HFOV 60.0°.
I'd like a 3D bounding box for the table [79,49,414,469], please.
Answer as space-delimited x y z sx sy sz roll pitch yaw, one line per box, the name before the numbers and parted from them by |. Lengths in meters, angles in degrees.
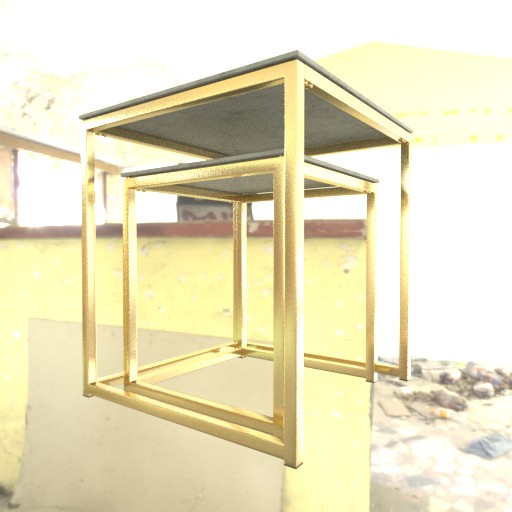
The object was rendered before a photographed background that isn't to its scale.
table | 0.000 0.000 0.839 0.450 0.500 0.450 1 2 36
